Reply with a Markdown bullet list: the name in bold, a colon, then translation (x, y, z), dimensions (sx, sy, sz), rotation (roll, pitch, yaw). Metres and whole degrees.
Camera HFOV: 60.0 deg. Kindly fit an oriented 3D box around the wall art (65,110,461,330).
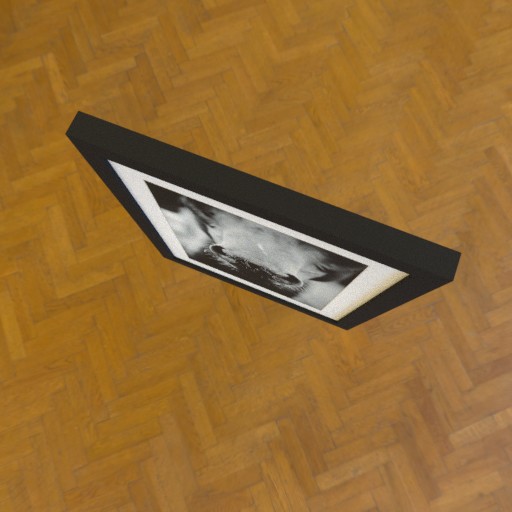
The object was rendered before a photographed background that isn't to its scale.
- **wall art**: translation (0.000, 0.000, 0.757), dimensions (0.457, 0.559, 0.033), rotation (21, 76, 5)
